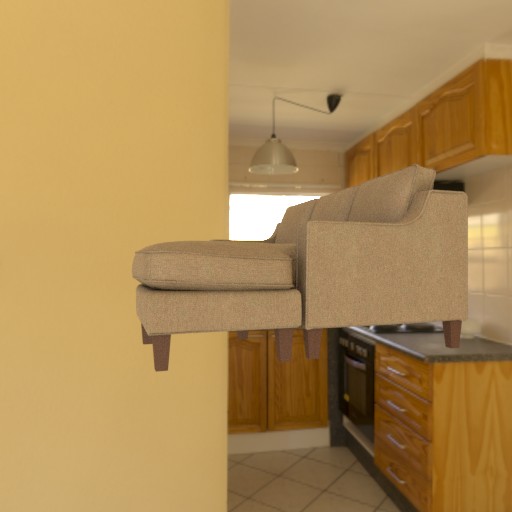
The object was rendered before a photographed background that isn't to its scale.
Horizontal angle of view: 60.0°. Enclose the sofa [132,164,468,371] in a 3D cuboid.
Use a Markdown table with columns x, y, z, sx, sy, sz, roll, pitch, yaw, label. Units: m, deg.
| x | y | z | sx | sy | sz | roll | pitch | yaw | label |
| --- | --- | --- | --- | --- | --- | --- | --- | --- | --- |
| 0.000 | 0.000 | 3.325 | 1.858 | 1.081 | 2.317 | 0 | -1 | -19 | sofa |
